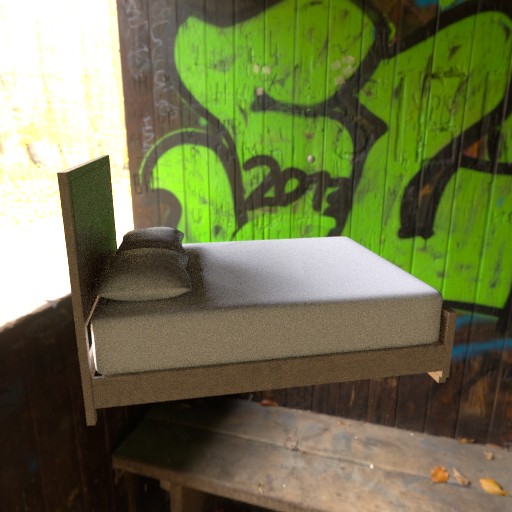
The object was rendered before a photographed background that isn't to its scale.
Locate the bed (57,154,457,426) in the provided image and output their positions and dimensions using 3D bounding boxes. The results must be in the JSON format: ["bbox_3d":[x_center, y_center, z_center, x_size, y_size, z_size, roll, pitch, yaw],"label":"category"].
[{"bbox_3d":[0.000,0.000,3.198,2.189,1.369,1.606,-3,16,-10],"label":"bed"}]
